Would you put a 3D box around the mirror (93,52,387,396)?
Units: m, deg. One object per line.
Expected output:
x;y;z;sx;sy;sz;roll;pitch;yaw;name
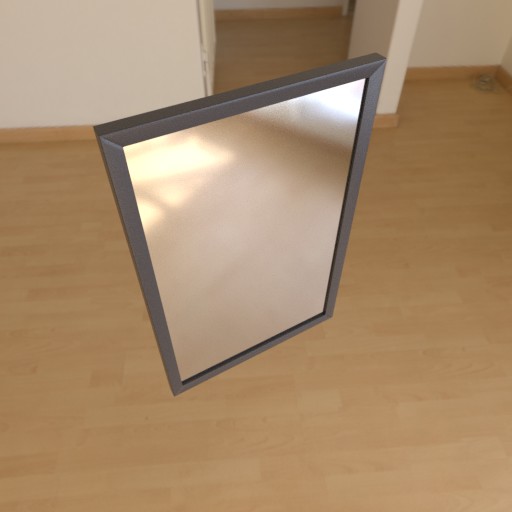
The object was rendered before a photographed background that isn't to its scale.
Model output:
0.000;0.000;1.164;0.609;0.915;0.040;-23;50;-20;mirror
